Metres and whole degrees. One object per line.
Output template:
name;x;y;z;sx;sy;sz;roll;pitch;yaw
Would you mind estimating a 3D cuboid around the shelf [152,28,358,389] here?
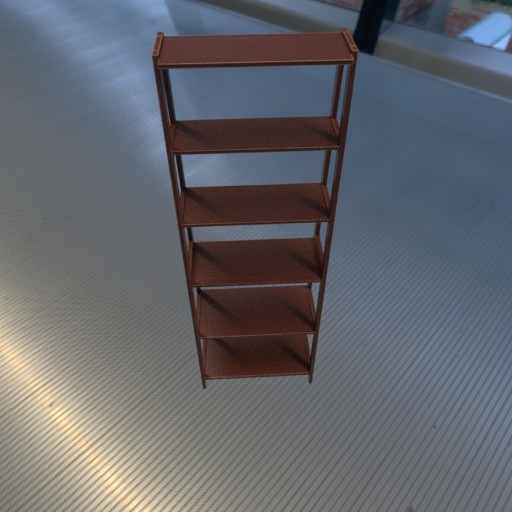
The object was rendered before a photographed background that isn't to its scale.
shelf;0.000;0.000;2.097;0.660;1.892;0.381;-2;47;-2
